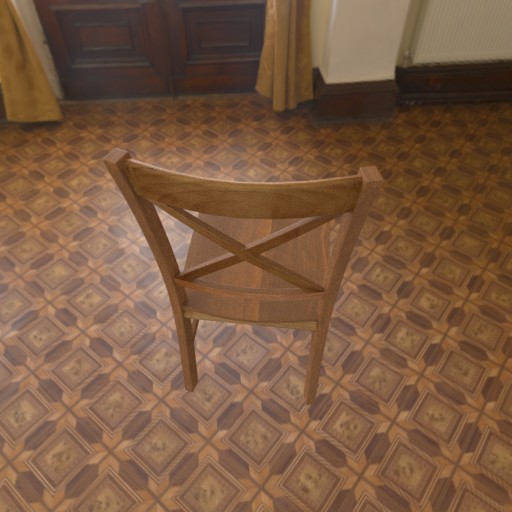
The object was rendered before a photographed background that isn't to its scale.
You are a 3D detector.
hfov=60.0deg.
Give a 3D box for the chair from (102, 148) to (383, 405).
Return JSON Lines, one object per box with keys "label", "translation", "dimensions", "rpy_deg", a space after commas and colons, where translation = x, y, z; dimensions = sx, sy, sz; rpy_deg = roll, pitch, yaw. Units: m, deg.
{"label": "chair", "translation": [0.000, 0.000, 1.285], "dimensions": [0.485, 0.983, 0.542], "rpy_deg": [5, 48, 4]}
